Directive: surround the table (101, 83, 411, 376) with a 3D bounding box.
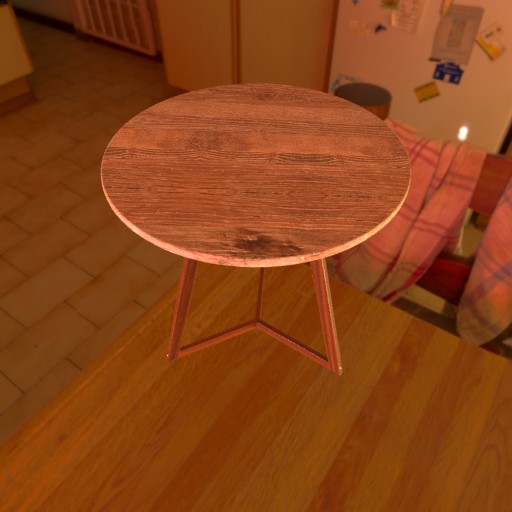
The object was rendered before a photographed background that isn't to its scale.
[{"bbox_3d":[0.000,0.000,0.912,0.500,0.500,0.500,0,46,0],"label":"table"}]
